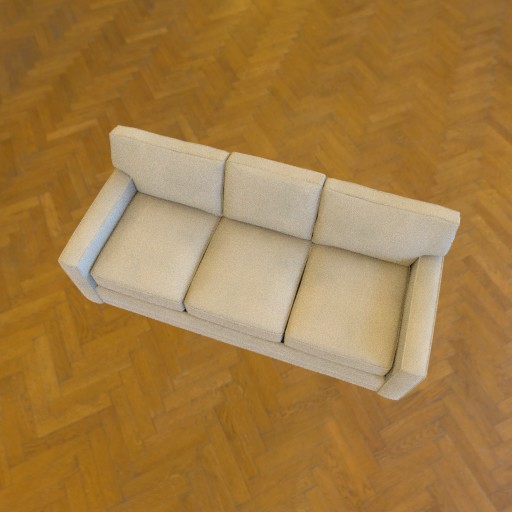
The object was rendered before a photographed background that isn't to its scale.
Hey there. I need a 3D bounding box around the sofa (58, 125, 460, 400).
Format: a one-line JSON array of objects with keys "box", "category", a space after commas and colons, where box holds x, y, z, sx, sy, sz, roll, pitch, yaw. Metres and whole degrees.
[{"box": [0.000, 0.000, 2.669, 2.088, 0.862, 0.935, 16, 61, 9], "category": "sofa"}]
